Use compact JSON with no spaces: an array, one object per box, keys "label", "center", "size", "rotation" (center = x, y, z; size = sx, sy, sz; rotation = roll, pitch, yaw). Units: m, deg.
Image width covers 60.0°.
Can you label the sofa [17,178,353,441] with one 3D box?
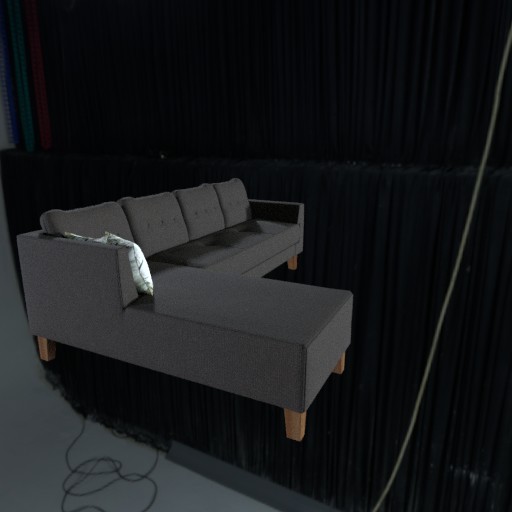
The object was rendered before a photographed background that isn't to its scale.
[{"label":"sofa","center":[0.000,0.000,3.416],"size":[1.829,0.932,2.679],"rotation":[8,17,26]}]
